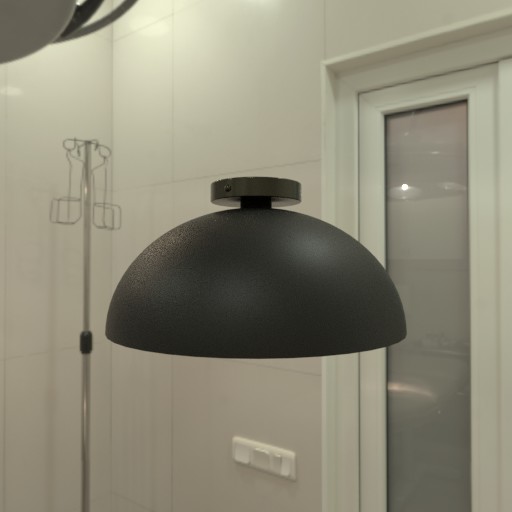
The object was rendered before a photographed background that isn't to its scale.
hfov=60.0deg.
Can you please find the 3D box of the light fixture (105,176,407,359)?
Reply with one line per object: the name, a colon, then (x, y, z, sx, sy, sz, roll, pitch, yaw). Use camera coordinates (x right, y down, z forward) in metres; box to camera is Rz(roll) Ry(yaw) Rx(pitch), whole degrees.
light fixture: (0.000, 0.000, 0.552, 0.355, 0.177, 0.355, 0, -1, 0)
